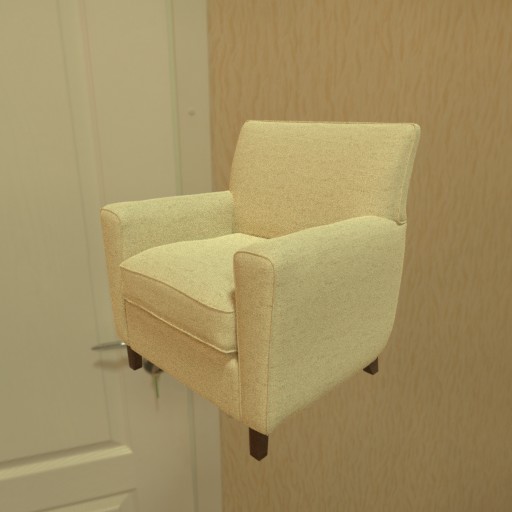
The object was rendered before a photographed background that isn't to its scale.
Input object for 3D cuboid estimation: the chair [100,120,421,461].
[{"bbox_3d":[0.000,0.000,1.636,0.870,0.943,0.823,17,24,42],"label":"chair"}]
